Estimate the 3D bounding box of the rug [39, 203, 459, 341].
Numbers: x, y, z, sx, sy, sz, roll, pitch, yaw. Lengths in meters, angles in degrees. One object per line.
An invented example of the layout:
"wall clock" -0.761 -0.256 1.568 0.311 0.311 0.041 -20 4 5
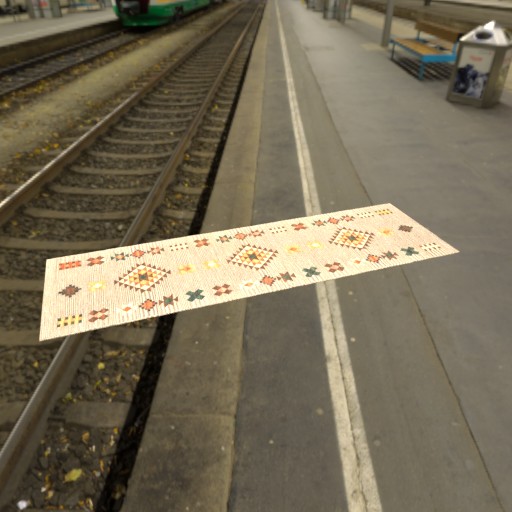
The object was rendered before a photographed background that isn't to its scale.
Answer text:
"rug" 0.000 0.000 2.735 2.432 0.008 0.766 -10 33 -16
